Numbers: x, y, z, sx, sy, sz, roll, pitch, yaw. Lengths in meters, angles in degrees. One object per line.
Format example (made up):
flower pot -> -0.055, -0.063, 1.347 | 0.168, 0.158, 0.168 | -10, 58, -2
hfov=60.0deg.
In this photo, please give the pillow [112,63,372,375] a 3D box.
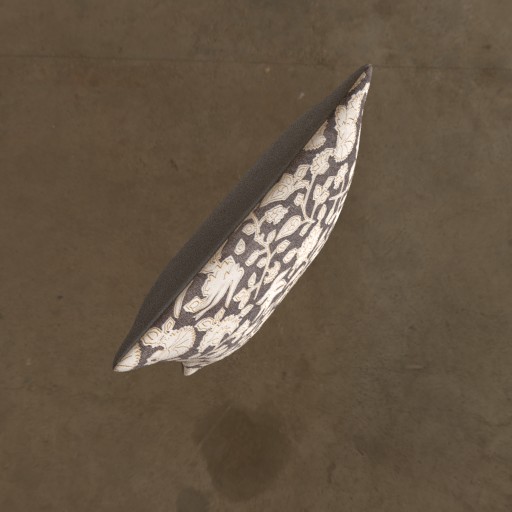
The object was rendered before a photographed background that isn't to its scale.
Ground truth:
pillow -> 0.000, 0.000, 0.803 | 0.166, 0.507, 0.526 | 37, 78, 9
